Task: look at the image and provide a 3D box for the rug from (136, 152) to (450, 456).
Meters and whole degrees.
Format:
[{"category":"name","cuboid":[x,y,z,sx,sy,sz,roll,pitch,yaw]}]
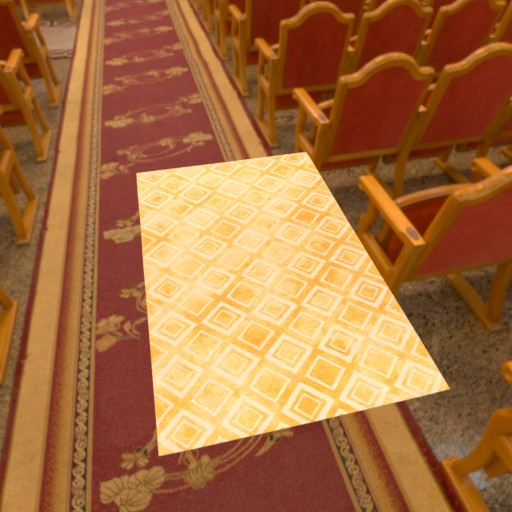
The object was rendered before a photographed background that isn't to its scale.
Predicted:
[{"category":"rug","cuboid":[0.000,0.000,3.036,1.511,0.010,2.424,-9,45,-10]}]
